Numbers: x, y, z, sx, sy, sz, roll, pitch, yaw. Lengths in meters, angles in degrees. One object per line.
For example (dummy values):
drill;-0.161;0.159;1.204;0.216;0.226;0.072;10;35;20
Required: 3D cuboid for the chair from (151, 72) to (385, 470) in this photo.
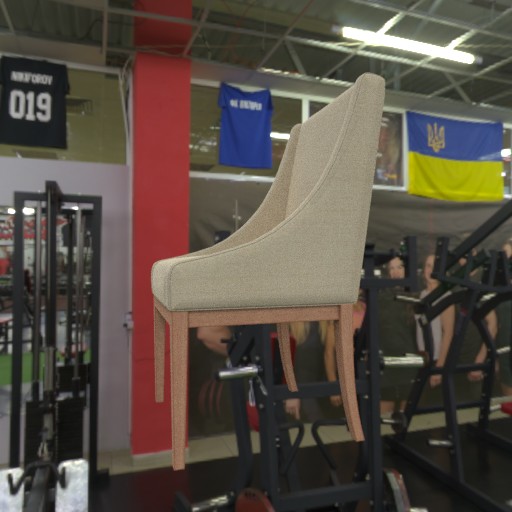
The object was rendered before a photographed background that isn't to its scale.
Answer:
chair;0.000;0.000;1.399;0.611;1.021;0.575;0;0;-17
